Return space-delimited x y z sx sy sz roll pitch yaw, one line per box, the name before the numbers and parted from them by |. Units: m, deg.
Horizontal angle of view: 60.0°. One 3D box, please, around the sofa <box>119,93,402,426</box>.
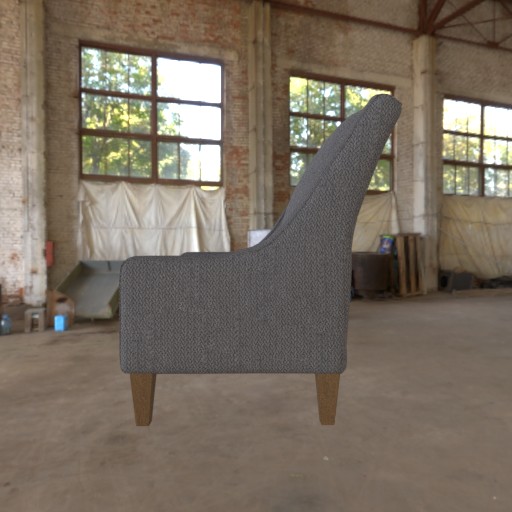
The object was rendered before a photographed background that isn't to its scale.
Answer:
sofa | 0.000 0.000 1.939 0.873 1.022 1.242 0 1 -1
